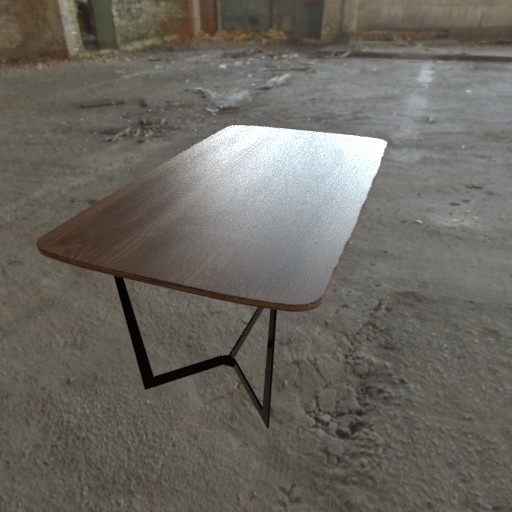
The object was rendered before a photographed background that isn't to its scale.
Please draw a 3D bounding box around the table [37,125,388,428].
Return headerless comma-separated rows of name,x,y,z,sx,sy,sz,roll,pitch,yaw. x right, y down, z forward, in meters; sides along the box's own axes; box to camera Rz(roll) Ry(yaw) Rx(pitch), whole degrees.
table,0.000,0.000,2.080,0.949,0.765,1.643,11,32,18
